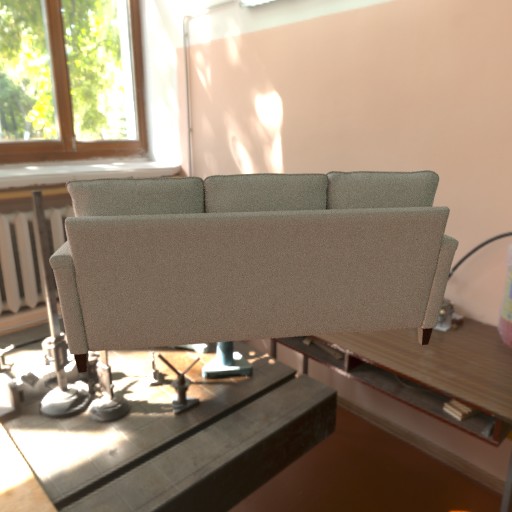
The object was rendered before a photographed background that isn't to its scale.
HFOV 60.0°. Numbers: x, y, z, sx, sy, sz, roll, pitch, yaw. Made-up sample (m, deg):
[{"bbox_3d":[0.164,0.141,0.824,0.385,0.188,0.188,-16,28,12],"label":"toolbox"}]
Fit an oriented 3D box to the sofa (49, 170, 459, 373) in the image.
[{"bbox_3d":[0.000,0.000,2.439,1.925,0.961,0.828,-3,16,-9],"label":"sofa"}]
